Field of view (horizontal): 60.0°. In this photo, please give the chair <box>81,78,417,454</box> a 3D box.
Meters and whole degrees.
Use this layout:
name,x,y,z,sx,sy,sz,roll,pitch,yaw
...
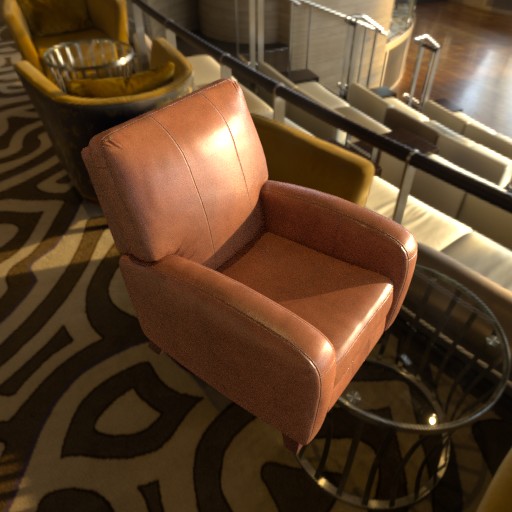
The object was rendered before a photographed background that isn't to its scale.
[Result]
name,x,y,z,sx,sy,sz,roll,pitch,yaw
chair,0.000,0.000,1.652,0.990,0.990,0.762,27,48,27
